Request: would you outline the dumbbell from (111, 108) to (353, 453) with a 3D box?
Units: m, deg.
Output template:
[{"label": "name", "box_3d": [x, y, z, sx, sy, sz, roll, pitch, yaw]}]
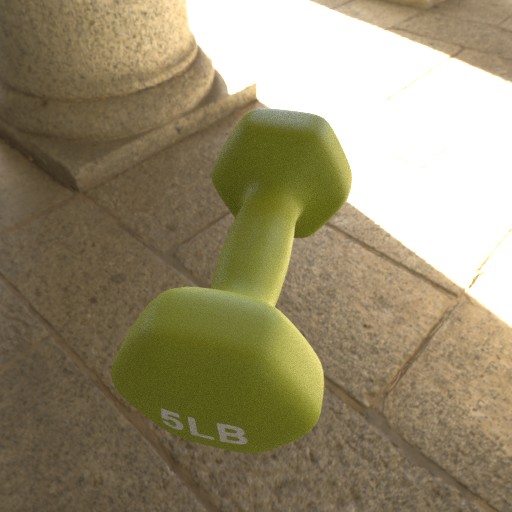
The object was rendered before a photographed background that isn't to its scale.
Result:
[{"label": "dumbbell", "box_3d": [0.000, 0.000, 0.206, 0.080, 0.072, 0.164, 10, 48, 9]}]
